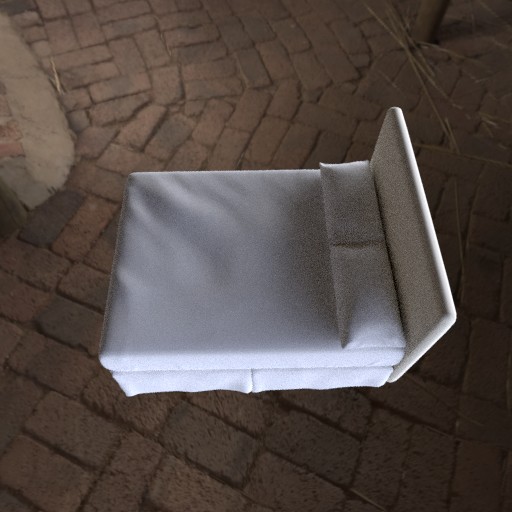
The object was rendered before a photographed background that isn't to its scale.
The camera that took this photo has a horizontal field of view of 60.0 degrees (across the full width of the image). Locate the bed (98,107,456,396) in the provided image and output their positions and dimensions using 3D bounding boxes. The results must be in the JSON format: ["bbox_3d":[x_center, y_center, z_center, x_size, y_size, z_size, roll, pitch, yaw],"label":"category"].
[{"bbox_3d":[0.000,0.000,3.291,2.147,1.330,1.714,-1,59,-1],"label":"bed"}]
